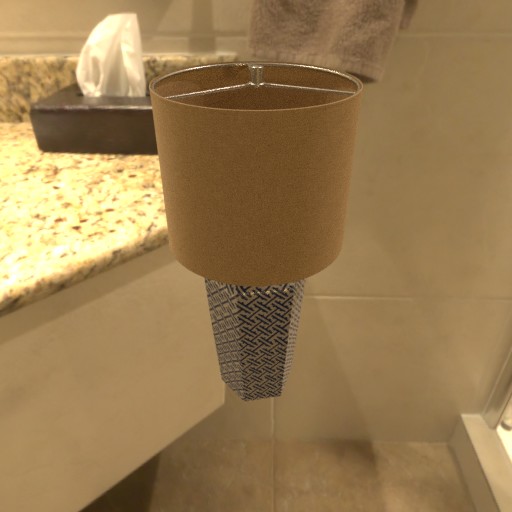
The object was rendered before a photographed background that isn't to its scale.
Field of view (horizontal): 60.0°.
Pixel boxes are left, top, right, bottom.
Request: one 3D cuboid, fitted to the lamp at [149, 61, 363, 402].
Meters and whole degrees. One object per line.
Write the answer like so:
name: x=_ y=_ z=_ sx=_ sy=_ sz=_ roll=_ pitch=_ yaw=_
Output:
lamp: x=0.000 y=0.000 z=0.854 sx=0.320 sy=0.682 sz=0.320 roll=-22 pitch=39 yaw=-29
